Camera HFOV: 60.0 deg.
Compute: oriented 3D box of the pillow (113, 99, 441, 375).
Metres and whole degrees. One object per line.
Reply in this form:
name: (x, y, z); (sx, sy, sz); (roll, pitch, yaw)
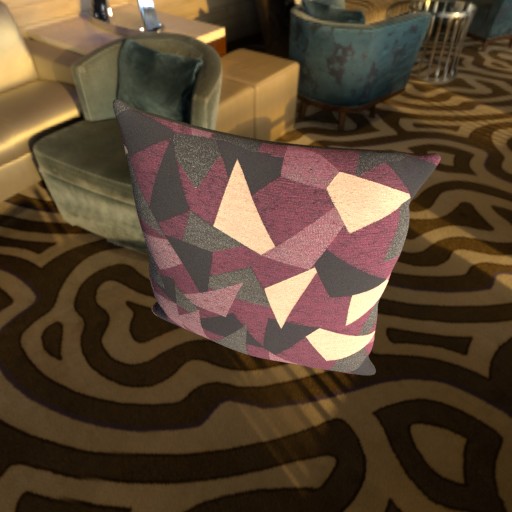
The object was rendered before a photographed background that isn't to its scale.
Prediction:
pillow: (0.000, 0.000, 0.785); (0.503, 0.496, 0.208); (13, 43, 14)
